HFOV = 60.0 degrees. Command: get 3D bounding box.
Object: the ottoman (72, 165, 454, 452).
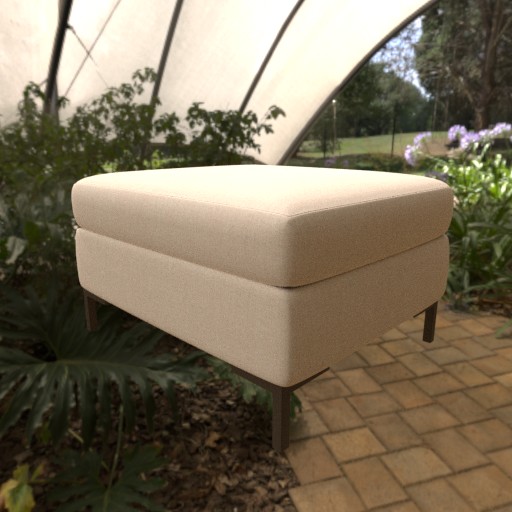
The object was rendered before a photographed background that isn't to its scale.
[{"bbox_3d":[0.000,0.000,1.175,0.794,0.453,0.657,14,20,43],"label":"ottoman"}]
